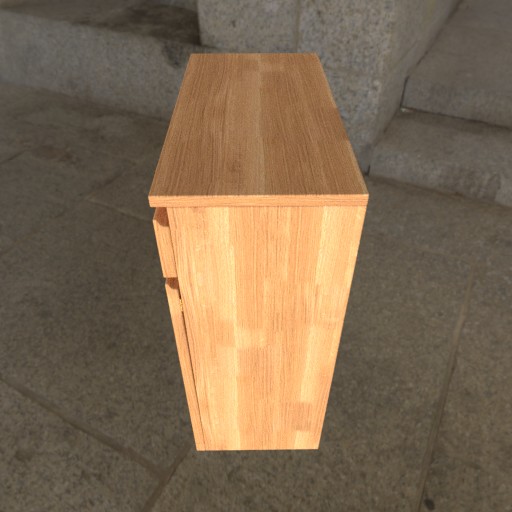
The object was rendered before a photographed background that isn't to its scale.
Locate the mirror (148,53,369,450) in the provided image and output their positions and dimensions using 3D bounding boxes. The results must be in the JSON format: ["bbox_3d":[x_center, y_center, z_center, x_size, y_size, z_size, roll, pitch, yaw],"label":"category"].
[{"bbox_3d":[0.000,0.000,1.430,0.400,1.000,0.800,-1,42,-1],"label":"mirror"}]
